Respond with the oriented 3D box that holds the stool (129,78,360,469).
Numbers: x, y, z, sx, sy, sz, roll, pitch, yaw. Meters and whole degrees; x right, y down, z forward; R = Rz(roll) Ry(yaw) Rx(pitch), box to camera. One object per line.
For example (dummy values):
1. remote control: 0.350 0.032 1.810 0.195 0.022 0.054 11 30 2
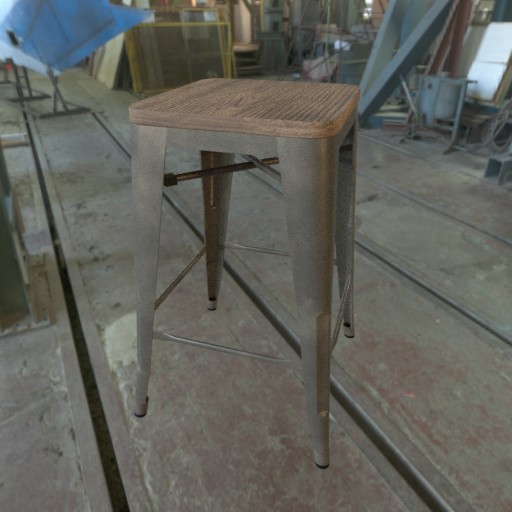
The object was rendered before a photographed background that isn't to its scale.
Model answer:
1. stool: 0.000 0.000 0.877 0.407 0.607 0.407 9 31 15
